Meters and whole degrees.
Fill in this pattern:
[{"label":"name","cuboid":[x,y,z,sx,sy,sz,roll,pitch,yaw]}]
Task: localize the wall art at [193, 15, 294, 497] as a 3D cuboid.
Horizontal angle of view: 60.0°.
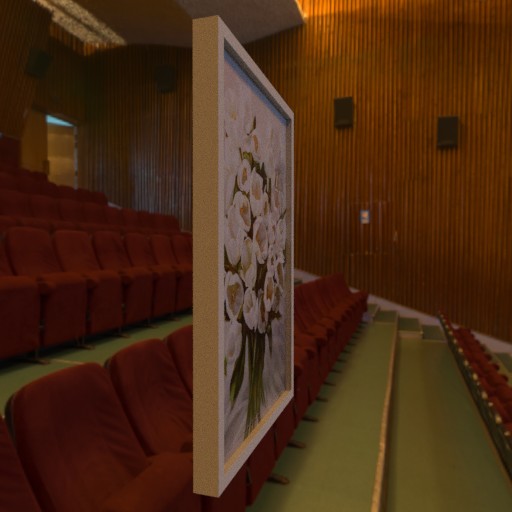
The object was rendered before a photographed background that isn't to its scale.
[{"label":"wall art","cuboid":[0.000,0.000,0.536,0.025,0.428,0.293,0,1,18]}]
